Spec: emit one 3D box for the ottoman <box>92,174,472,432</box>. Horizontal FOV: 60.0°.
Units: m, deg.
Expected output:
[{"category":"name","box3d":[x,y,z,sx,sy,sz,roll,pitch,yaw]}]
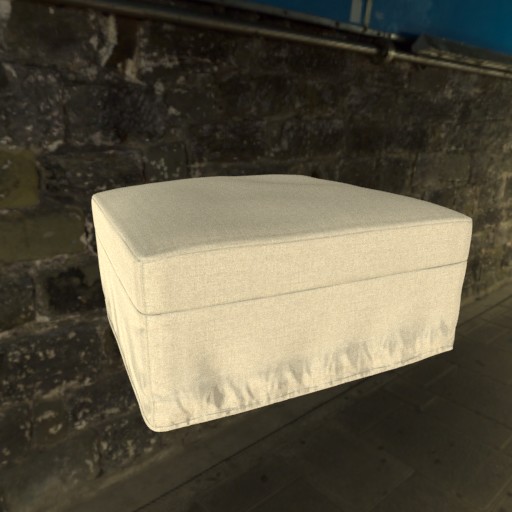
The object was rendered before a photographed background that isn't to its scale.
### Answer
[{"category":"ottoman","box3d":[0.000,0.000,1.328,0.843,0.436,0.840,-8,18,-24]}]
